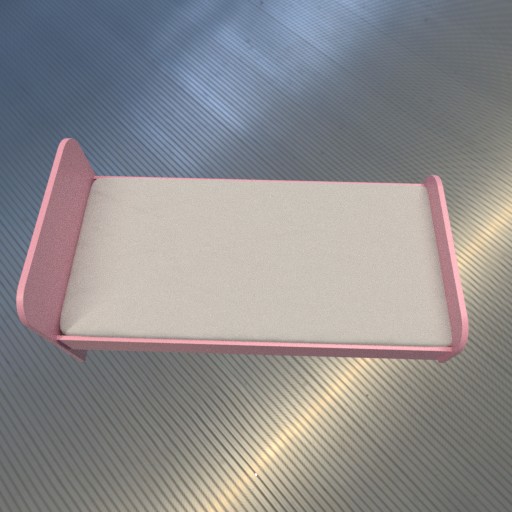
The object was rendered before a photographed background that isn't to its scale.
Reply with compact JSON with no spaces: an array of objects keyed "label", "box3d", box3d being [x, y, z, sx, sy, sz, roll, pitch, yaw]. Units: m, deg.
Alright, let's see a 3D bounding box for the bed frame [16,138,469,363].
[{"label":"bed frame","box3d":[0.000,0.000,2.358,1.963,0.805,0.998,2,64,1]}]
